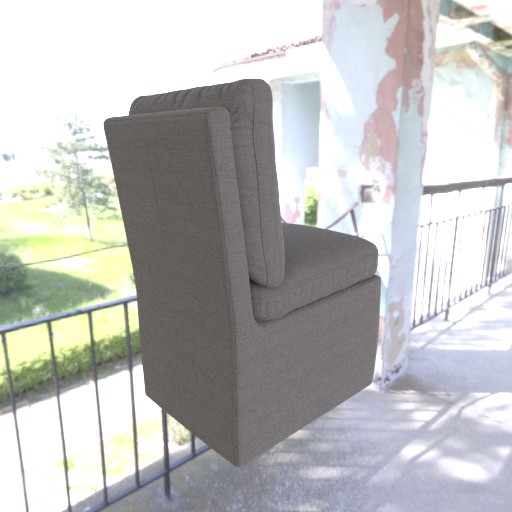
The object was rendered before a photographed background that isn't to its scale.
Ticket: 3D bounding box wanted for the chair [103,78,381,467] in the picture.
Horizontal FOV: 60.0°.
[{"bbox_3d":[0.000,0.000,1.342,0.698,0.927,0.503,-13,19,-41],"label":"chair"}]
